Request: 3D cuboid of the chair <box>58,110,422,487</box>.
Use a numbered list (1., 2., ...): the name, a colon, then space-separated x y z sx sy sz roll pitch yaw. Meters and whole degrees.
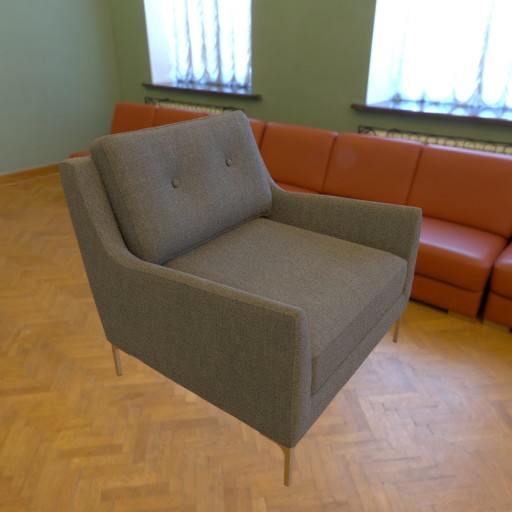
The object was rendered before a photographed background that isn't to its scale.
1. chair: 0.000 0.000 1.505 0.849 0.828 0.847 19 32 32
